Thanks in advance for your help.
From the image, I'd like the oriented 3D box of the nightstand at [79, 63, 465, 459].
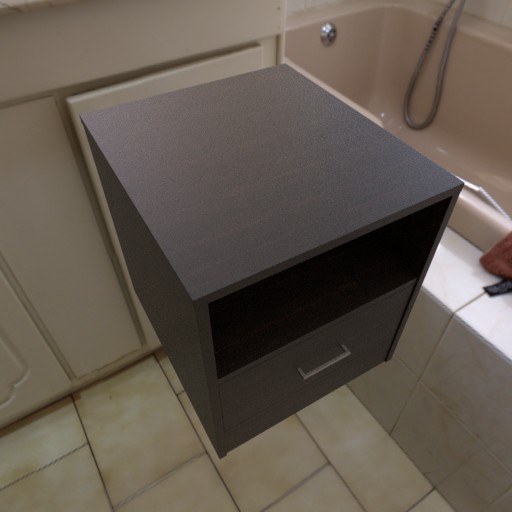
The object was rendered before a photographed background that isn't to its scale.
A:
[{"bbox_3d":[0.000,0.000,0.820,0.400,0.460,0.461,-23,50,-20],"label":"nightstand"}]
